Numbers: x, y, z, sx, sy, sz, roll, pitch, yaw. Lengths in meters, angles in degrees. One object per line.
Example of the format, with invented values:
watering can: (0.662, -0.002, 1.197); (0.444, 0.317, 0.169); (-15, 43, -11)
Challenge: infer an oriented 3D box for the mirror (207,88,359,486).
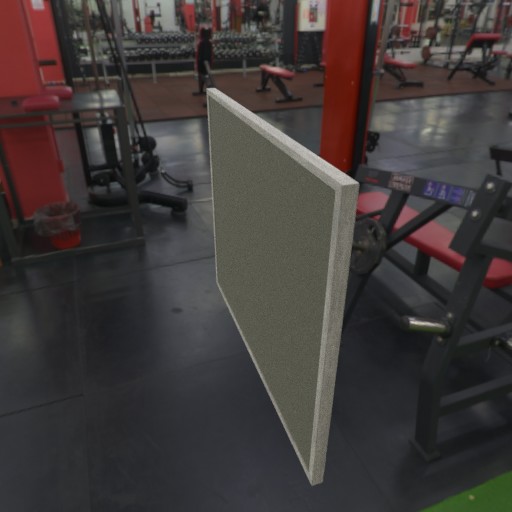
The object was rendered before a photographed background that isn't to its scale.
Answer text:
mirror: (0.000, 0.000, 1.135); (0.028, 0.689, 0.839); (-9, 31, -16)
